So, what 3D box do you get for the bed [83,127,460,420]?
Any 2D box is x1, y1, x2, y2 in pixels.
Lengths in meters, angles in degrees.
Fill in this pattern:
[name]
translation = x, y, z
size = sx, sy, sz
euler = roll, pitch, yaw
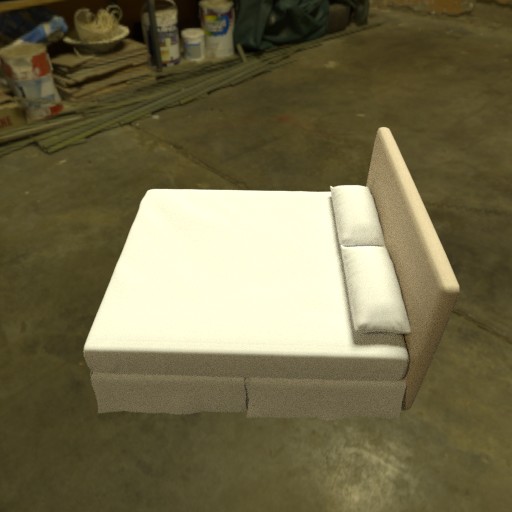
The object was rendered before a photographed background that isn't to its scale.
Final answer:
[bed]
translation = 0.000, 0.000, 3.575
size = 2.319, 1.317, 2.119
euler = 1, 41, 1
